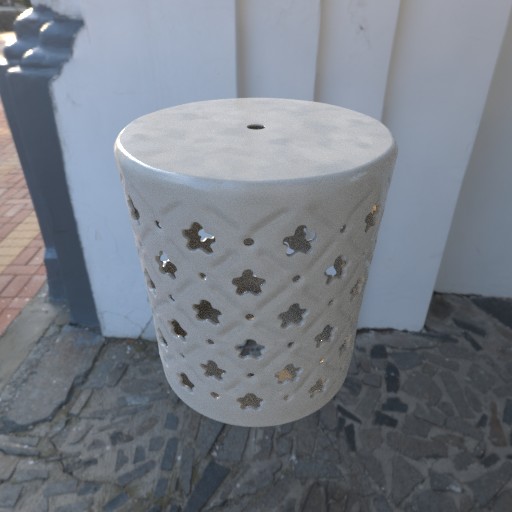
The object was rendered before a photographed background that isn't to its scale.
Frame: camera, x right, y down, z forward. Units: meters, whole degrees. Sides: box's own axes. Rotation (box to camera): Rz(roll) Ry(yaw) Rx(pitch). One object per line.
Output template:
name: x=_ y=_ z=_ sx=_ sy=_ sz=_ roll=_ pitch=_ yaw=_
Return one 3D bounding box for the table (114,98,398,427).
table: x=0.000 y=0.000 z=0.663 sx=0.352 sy=0.387 sz=0.352 roll=0 pitch=32 yaw=0
